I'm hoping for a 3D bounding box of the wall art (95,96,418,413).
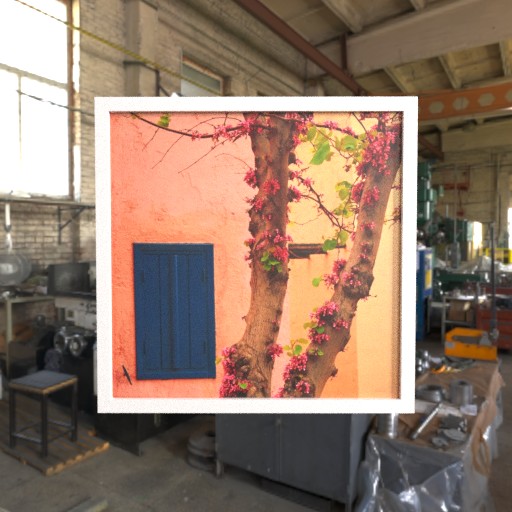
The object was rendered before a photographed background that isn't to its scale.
[{"bbox_3d":[0.000,0.000,0.441,0.305,0.302,0.038,0,2,0],"label":"wall art"}]
